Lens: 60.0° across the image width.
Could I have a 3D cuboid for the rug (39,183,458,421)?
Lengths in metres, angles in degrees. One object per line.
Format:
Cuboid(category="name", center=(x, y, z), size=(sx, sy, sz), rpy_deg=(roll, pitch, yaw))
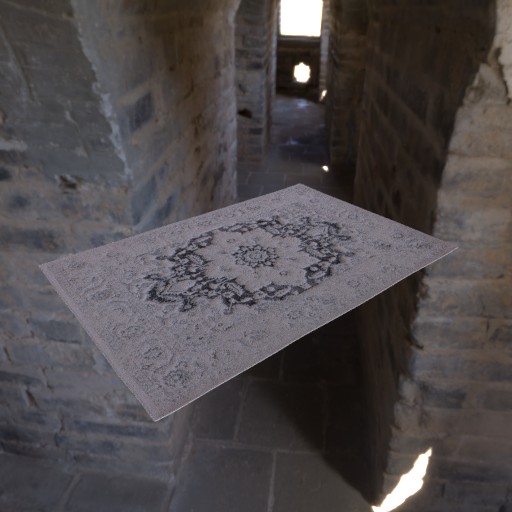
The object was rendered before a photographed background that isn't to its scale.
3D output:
Cuboid(category="rug", center=(0.000, 0.000, 2.291), size=(1.813, 0.008, 1.223), rpy_deg=(-22, 37, -33))
